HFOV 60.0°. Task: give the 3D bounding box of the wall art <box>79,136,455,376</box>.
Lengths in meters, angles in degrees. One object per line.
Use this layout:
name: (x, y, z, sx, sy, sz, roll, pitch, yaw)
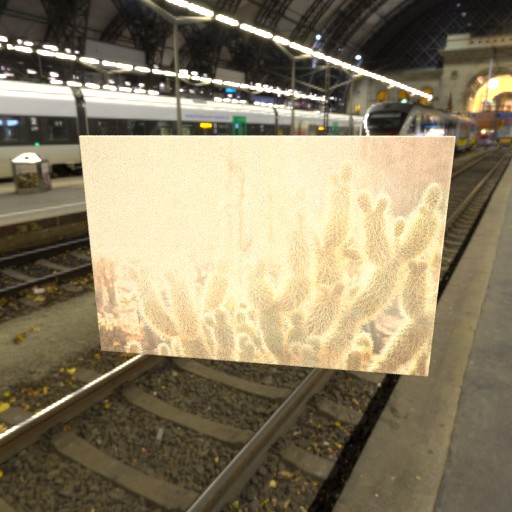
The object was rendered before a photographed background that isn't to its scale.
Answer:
wall art: (0.000, 0.000, 1.451, 1.142, 0.758, 0.041, 2, 16, 9)
